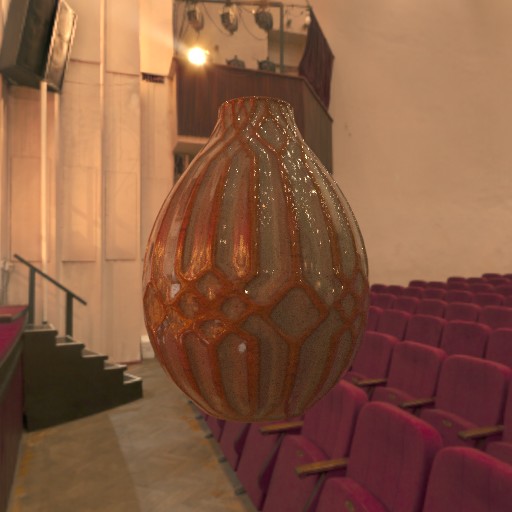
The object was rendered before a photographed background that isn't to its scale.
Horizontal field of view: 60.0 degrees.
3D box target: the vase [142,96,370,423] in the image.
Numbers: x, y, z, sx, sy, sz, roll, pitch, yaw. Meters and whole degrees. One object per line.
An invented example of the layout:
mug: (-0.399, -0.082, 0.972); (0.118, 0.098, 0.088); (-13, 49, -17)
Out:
vase: (0.000, 0.000, 0.263); (0.131, 0.175, 0.131); (0, -1, 0)
